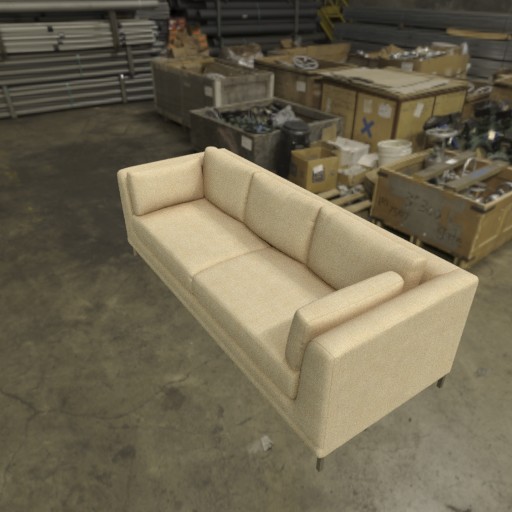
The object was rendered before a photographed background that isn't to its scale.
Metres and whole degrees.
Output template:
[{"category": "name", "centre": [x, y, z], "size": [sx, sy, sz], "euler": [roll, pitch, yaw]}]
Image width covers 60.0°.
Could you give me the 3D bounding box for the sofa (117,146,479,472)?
[{"category": "sofa", "centre": [0.000, 0.000, 2.911], "size": [0.969, 0.867, 2.415], "euler": [-19, 36, -29]}]
